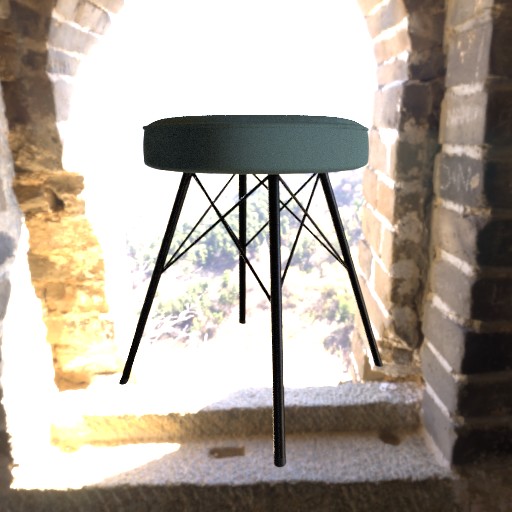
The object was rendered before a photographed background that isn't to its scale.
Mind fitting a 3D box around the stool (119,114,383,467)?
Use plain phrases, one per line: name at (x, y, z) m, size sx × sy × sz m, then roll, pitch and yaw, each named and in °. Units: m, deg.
stool at (0.000, 0.000, 0.876) m, size 0.458 × 0.519 × 0.457 m, roll -14°, pitch 20°, yaw -42°
